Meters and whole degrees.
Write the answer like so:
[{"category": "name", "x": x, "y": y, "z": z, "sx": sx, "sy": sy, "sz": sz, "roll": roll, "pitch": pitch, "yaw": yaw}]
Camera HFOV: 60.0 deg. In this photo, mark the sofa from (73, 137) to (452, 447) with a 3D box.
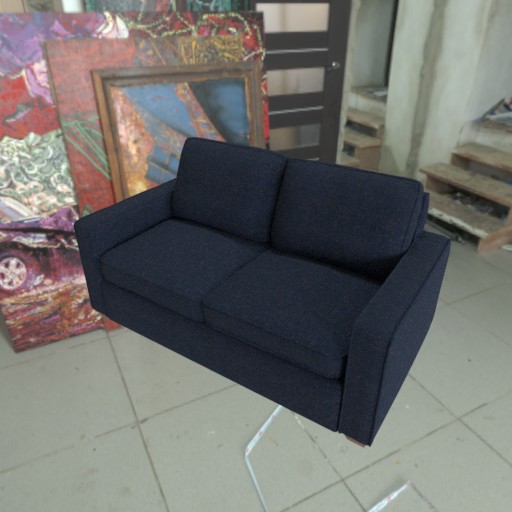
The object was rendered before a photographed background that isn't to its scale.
[{"category": "sofa", "x": 0.000, "y": 0.000, "z": 2.290, "sx": 1.709, "sy": 0.918, "sz": 0.947, "roll": 18, "pitch": 34, "yaw": 29}]
